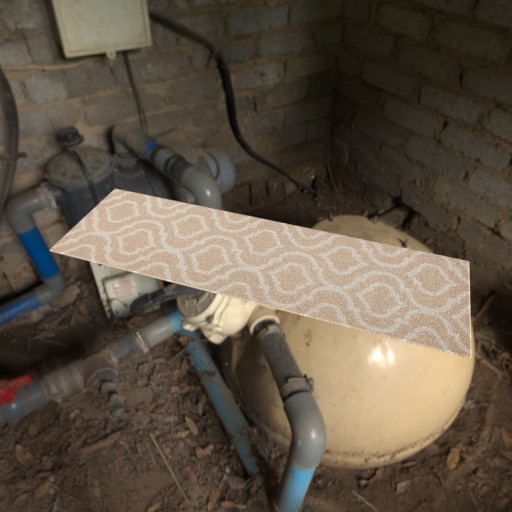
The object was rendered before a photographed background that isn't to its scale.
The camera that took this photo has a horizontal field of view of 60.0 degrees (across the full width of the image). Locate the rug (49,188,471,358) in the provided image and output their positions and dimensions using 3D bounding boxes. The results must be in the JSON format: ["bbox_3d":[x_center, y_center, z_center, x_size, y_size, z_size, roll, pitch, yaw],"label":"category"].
[{"bbox_3d":[0.000,0.000,2.522,2.289,0.013,0.691,13,43,14],"label":"rug"}]
